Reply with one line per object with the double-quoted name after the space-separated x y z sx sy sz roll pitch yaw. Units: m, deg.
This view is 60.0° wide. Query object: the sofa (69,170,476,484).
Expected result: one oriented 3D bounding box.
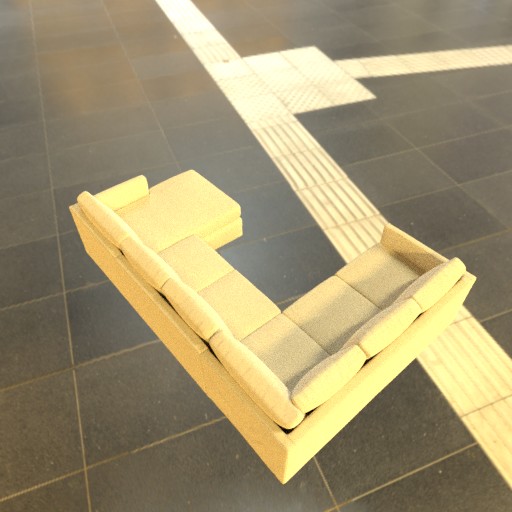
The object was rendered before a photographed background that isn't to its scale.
0.000 0.000 4.625 2.427 0.882 3.460 -32 54 -27 "sofa"
